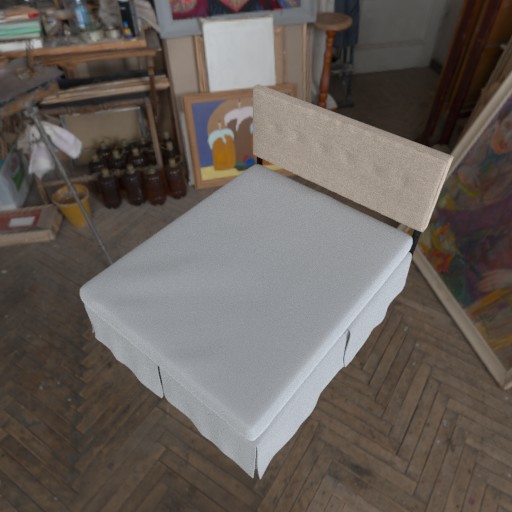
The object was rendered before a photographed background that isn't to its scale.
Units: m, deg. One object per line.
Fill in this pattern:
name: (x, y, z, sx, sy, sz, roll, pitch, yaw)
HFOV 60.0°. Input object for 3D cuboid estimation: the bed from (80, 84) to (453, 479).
bed: (0.000, 0.000, 3.044, 1.643, 1.270, 1.978, 31, 53, 26)
